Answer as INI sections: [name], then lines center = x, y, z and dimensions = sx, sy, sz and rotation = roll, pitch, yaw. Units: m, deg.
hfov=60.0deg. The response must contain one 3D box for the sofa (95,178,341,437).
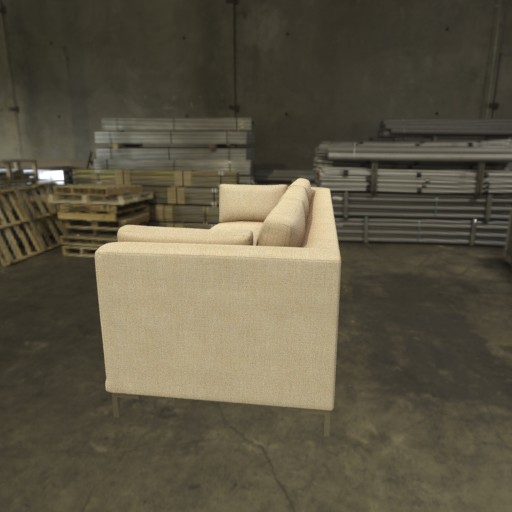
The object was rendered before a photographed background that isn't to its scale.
[sofa]
center = 0.000, 0.000, 2.892
dimensions = 0.969, 0.867, 2.415
rotation = 2, 15, 8
